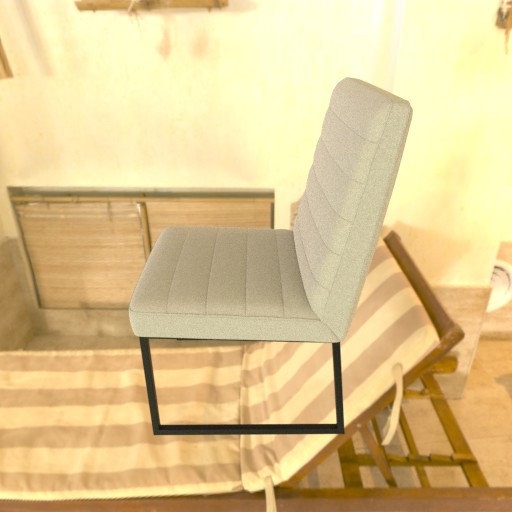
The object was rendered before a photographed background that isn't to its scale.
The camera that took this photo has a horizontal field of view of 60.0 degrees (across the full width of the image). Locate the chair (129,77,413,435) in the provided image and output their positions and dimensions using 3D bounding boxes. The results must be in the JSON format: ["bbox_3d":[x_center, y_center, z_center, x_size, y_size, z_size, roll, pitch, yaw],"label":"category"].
[{"bbox_3d":[0.000,0.000,1.283,0.634,0.930,0.520,0,27,0],"label":"chair"}]
